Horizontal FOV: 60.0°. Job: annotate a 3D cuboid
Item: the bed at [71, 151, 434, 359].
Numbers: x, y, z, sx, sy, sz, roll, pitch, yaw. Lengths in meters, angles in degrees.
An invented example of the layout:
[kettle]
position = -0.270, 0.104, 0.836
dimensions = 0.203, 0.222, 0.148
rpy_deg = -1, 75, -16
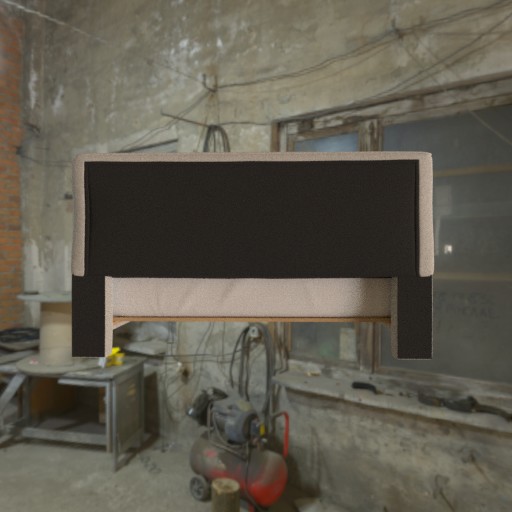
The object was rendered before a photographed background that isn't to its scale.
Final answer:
[bed]
position = 0.000, 0.000, 3.572
dimensions = 1.980, 1.126, 2.498
rpy_deg = 0, 0, 1
